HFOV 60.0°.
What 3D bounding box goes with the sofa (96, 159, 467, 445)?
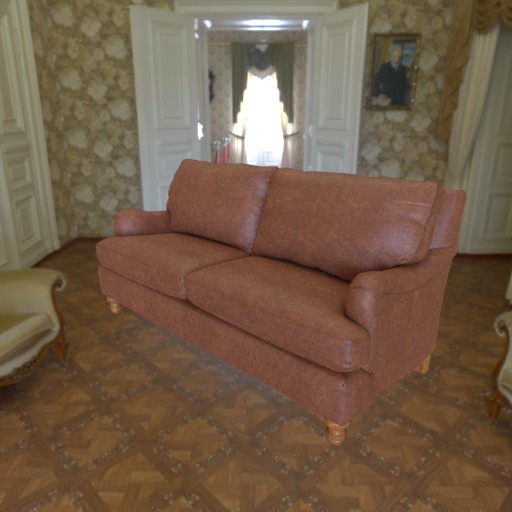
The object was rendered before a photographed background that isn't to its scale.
[{"bbox_3d":[0.000,0.000,2.765,2.144,1.071,1.147,16,23,42],"label":"sofa"}]
